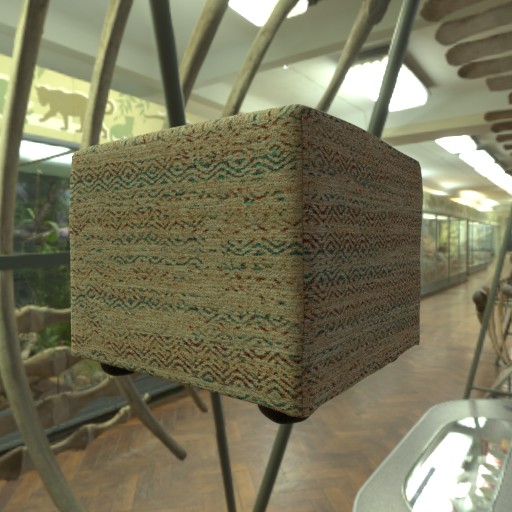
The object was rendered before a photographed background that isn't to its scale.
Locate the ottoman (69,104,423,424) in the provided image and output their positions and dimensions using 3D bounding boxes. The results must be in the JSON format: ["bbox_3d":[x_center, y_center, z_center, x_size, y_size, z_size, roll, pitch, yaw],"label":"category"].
[{"bbox_3d":[0.000,0.000,0.888,0.521,0.453,0.512,1,2,36],"label":"ottoman"}]
